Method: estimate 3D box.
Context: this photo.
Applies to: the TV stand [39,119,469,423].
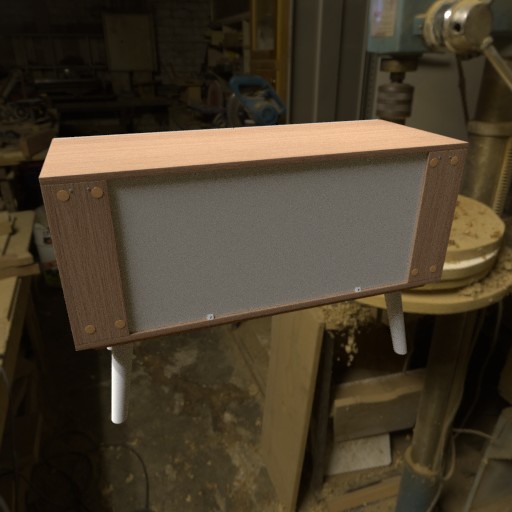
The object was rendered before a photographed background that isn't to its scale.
[{"bbox_3d":[0.000,0.000,1.282,0.991,0.660,0.407,-8,27,-17],"label":"TV stand"}]
